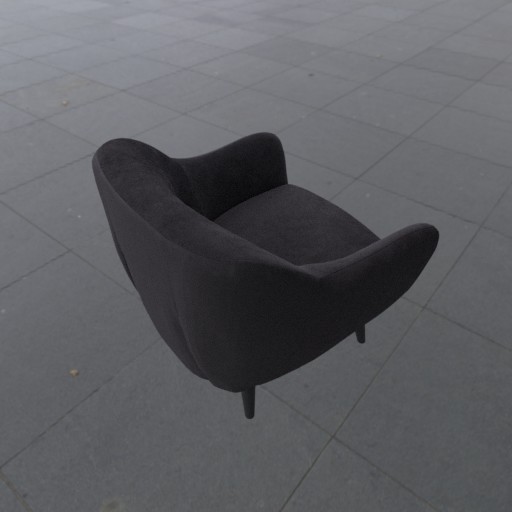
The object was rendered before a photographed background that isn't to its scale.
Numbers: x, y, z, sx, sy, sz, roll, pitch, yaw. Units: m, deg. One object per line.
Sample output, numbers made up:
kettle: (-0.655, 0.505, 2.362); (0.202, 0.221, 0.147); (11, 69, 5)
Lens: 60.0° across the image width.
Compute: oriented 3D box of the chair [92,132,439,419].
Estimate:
chair: (0.000, 0.000, 1.511); (0.819, 0.807, 0.840); (-25, 46, -27)
